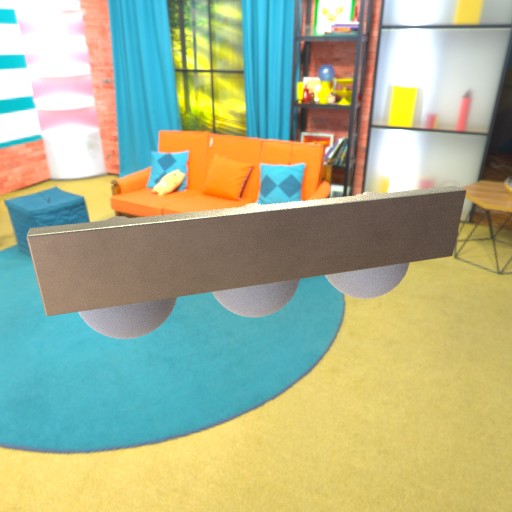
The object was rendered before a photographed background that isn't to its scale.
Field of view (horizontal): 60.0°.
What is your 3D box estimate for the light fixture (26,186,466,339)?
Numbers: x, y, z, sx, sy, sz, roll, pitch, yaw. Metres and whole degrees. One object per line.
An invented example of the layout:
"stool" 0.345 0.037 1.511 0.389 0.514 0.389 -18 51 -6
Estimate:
"light fixture" 0.000 0.000 0.849 0.721 0.263 0.218 -7 27 -15
